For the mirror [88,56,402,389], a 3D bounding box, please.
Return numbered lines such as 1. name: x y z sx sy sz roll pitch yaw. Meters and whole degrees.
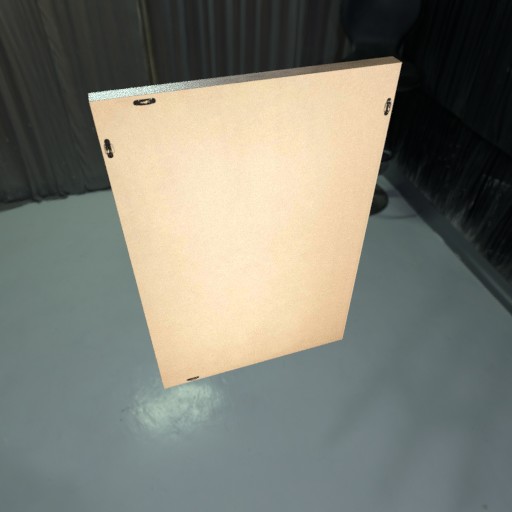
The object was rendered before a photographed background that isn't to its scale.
1. mirror: 0.000 0.000 1.144 0.609 0.915 0.041 -12 44 -13
